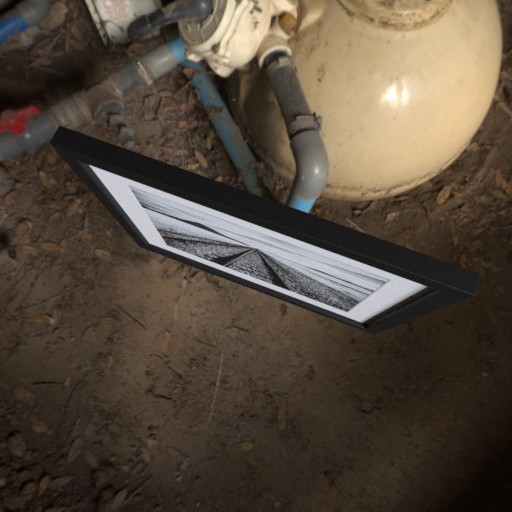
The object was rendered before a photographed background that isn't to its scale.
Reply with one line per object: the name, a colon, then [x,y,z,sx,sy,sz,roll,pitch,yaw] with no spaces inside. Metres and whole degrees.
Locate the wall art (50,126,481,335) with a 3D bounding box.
wall art: [0.000,0.000,0.767,0.559,0.458,0.029,20,75,6]
